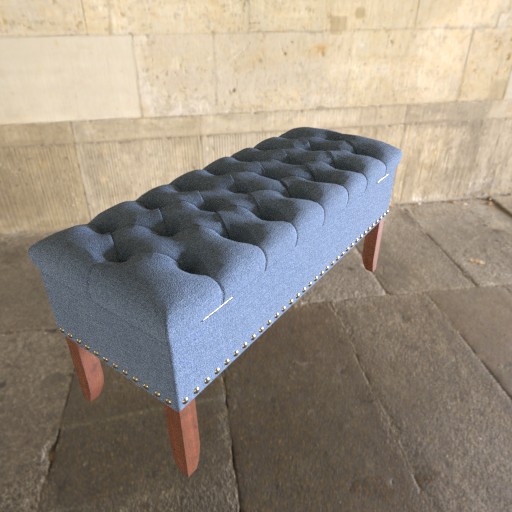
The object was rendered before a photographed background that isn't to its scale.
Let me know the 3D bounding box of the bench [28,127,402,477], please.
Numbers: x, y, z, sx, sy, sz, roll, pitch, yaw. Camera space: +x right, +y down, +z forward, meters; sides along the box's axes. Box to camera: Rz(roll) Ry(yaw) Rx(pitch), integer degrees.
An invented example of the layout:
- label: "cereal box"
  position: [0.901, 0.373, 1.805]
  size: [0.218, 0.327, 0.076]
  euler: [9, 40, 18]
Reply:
- label: "bench"
  position: [0.000, 0.000, 1.278]
  size: [0.417, 0.492, 1.052]
  euler: [21, 38, 30]
